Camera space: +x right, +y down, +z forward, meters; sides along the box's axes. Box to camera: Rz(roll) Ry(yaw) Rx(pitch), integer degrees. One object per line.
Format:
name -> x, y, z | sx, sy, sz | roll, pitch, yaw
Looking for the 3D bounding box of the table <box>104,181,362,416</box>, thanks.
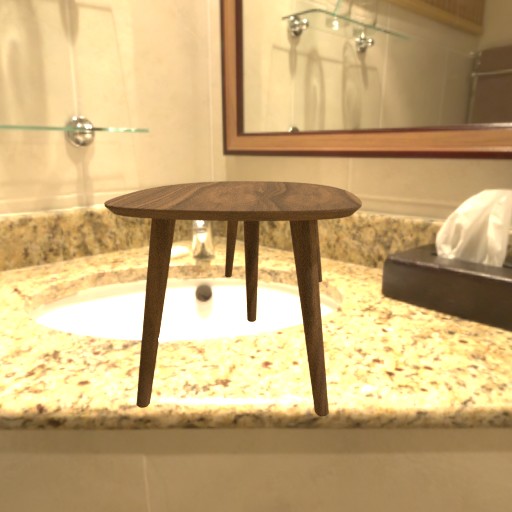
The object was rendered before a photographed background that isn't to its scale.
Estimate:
table -> 0.000, 0.000, 1.329 | 0.527, 0.429, 1.084 | 2, 14, 8
